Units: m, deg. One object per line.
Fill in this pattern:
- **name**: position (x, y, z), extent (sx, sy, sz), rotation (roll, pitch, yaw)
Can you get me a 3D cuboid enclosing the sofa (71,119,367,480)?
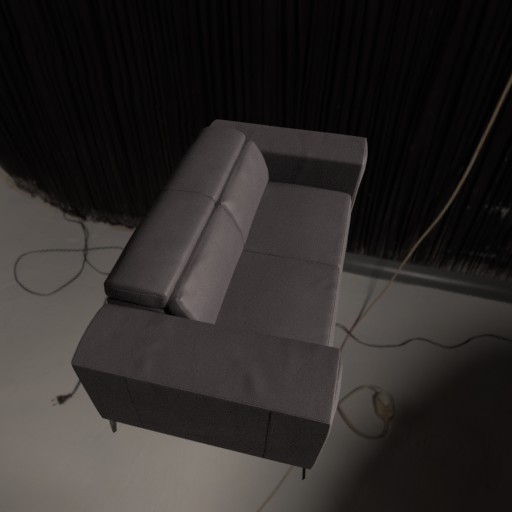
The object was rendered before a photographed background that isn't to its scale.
- **sofa**: position (0.000, 0.000, 2.366), extent (1.003, 0.779, 1.895), rotation (10, 47, 9)
